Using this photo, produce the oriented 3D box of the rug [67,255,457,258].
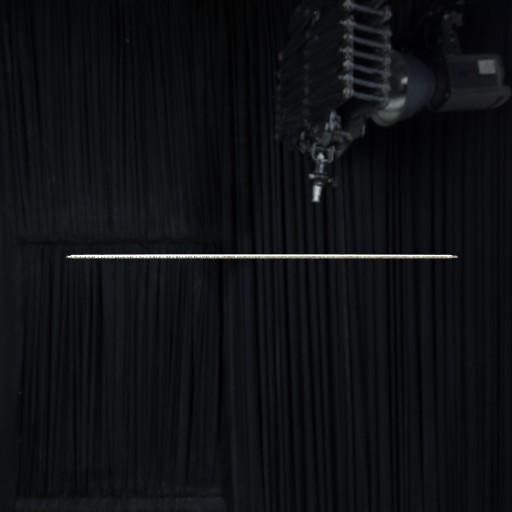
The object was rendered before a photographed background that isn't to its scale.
[{"bbox_3d":[0.000,0.000,2.823,1.514,0.011,2.233,0,0,-2],"label":"rug"}]
